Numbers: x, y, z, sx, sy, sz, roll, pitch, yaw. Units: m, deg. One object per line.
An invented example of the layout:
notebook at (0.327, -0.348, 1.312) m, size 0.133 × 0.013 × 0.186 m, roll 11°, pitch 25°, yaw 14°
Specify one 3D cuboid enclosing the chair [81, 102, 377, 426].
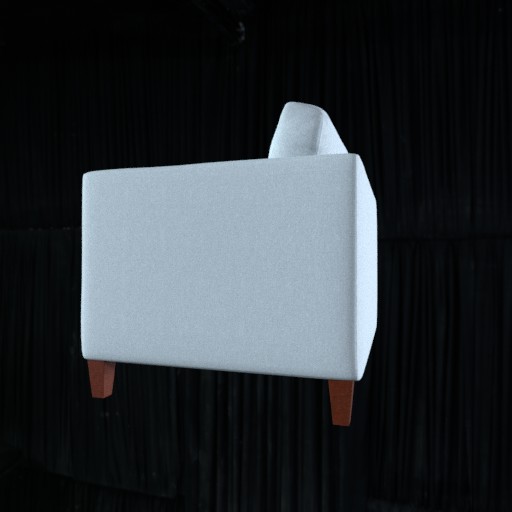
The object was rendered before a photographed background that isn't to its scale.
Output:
chair at (0.000, 0.000, 1.861) m, size 0.953 × 0.961 × 1.107 m, roll 0°, pitch 0°, yaw 18°
